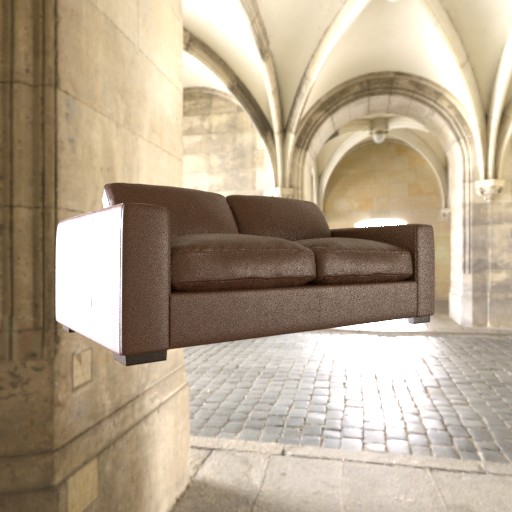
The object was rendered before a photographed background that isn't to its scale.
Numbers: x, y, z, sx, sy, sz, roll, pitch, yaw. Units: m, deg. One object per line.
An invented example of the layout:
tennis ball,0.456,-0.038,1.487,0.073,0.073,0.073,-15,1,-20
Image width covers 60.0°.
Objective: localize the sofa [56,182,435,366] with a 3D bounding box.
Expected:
sofa,0.000,0.000,2.522,1.920,0.800,1.070,0,0,-36
